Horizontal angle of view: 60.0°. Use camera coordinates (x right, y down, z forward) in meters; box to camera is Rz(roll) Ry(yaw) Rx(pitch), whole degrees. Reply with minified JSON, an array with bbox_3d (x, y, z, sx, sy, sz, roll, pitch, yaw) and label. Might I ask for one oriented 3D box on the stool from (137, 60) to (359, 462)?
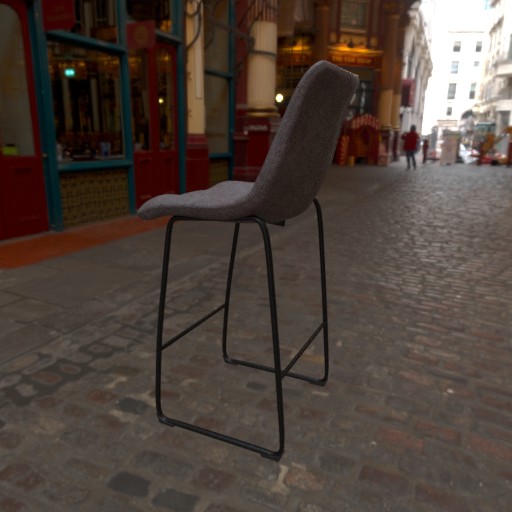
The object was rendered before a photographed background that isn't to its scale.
[{"bbox_3d":[0.000,0.000,1.415,0.561,1.082,0.514,7,17,25],"label":"stool"}]
